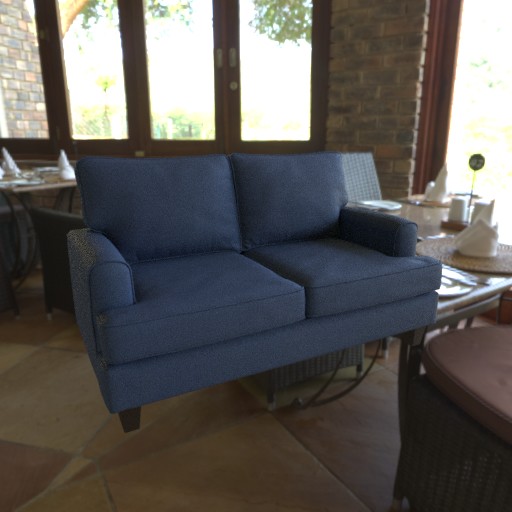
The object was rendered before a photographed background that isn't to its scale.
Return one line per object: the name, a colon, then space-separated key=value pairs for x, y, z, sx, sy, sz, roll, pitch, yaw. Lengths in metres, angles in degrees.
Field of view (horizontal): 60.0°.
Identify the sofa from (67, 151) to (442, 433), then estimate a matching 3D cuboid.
sofa: x=0.000 y=0.000 z=2.189 sx=1.651 sy=0.965 sz=0.965 roll=-8 pitch=18 yaw=-27
